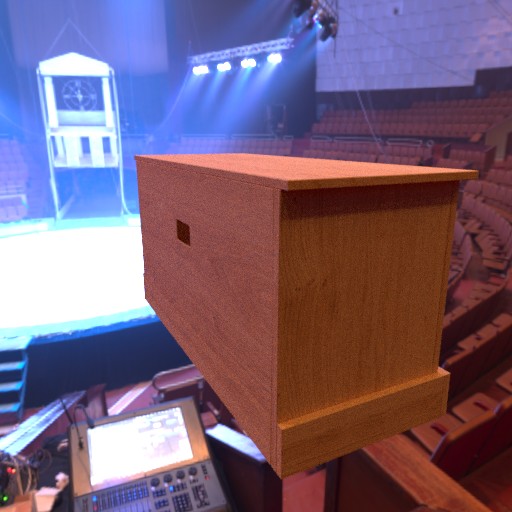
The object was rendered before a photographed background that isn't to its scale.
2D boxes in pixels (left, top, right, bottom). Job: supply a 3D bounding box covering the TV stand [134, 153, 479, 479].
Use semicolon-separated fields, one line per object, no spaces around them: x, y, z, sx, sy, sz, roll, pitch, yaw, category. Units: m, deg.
0.000;0.000;1.306;0.440;0.550;1.080;-8;17;-26;TV stand
